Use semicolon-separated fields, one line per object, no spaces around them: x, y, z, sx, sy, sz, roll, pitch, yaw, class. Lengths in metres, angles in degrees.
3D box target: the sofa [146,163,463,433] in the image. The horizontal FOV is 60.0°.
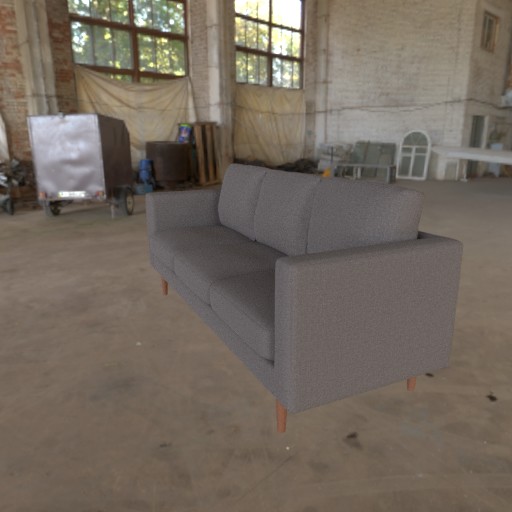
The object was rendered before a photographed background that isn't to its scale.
0.000;0.000;2.458;0.802;0.912;2.029;-7;17;-25;sofa
